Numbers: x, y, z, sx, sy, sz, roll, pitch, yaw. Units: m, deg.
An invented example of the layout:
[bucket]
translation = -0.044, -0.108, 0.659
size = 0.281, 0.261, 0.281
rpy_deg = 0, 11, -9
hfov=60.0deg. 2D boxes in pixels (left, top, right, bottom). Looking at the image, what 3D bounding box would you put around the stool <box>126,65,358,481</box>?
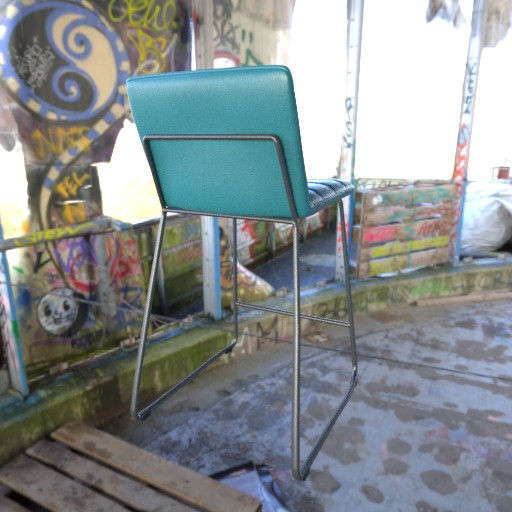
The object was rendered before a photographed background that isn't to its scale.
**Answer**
[stool]
translation = 0.000, 0.000, 1.179
size = 0.489, 0.866, 0.524
rpy_deg = 8, 17, 27
